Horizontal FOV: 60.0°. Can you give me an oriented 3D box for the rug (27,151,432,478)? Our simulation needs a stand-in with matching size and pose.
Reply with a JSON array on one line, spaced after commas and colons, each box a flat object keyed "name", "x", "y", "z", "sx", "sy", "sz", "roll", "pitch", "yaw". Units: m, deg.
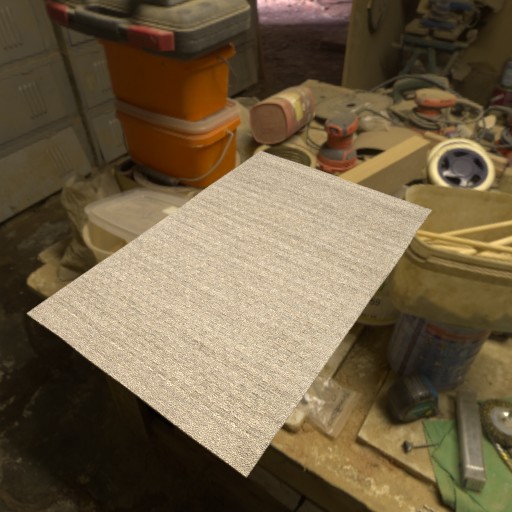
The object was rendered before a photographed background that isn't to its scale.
[{"name": "rug", "x": 0.000, "y": 0.000, "z": 2.855, "sx": 1.532, "sy": 0.018, "sz": 2.297, "roll": 25, "pitch": 48, "yaw": 26}]
